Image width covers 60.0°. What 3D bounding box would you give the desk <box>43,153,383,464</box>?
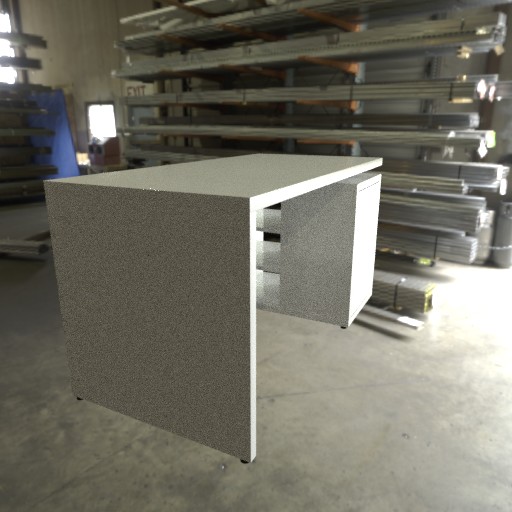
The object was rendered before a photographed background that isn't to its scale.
[{"bbox_3d":[0.000,0.000,1.857,0.690,0.740,1.400,8,19,26],"label":"desk"}]
